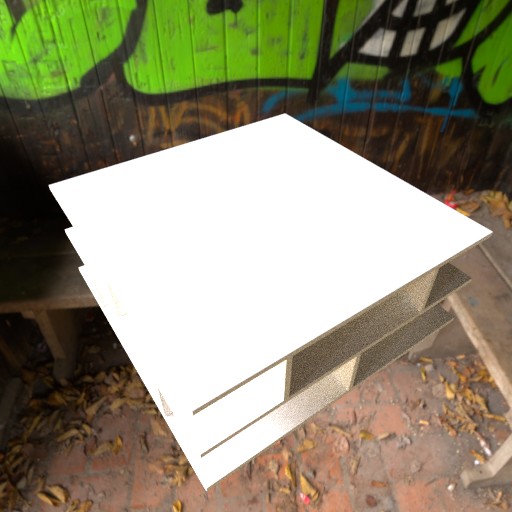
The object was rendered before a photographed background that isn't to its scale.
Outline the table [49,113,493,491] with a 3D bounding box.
[{"bbox_3d":[0.000,0.000,1.071,0.700,0.289,0.700,-25,47,-25],"label":"table"}]
